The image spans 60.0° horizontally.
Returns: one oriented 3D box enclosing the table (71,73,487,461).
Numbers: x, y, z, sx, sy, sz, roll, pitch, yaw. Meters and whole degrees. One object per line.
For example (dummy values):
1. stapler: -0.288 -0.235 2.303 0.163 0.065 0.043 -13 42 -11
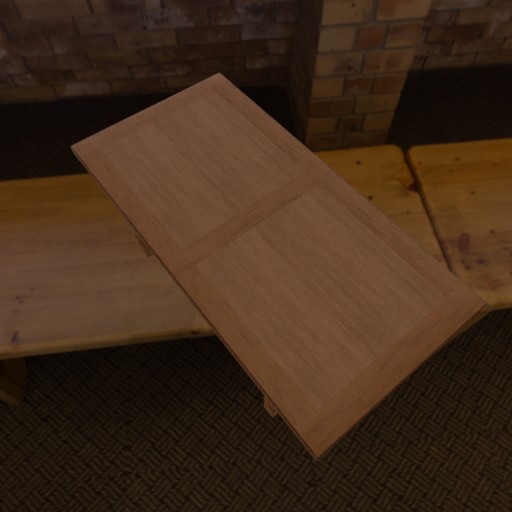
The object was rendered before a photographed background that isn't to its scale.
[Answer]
1. table: 0.000 0.000 2.487 1.000 0.762 1.982 -34 65 -19
